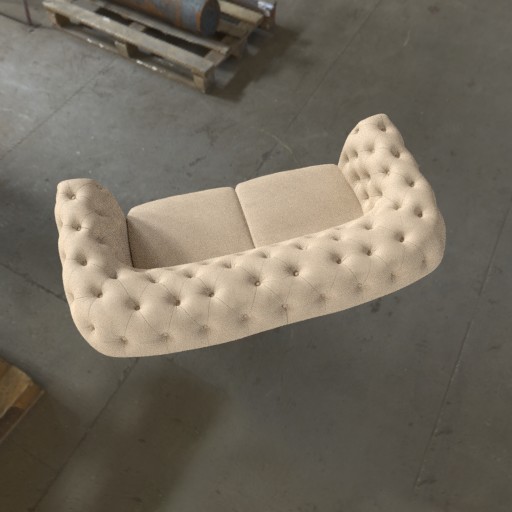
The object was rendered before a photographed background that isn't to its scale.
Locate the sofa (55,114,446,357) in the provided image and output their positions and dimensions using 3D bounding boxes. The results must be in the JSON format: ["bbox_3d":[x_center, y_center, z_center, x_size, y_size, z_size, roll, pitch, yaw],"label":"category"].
[{"bbox_3d":[0.000,0.000,2.544,1.988,0.835,1.069,-14,60,-8],"label":"sofa"}]
